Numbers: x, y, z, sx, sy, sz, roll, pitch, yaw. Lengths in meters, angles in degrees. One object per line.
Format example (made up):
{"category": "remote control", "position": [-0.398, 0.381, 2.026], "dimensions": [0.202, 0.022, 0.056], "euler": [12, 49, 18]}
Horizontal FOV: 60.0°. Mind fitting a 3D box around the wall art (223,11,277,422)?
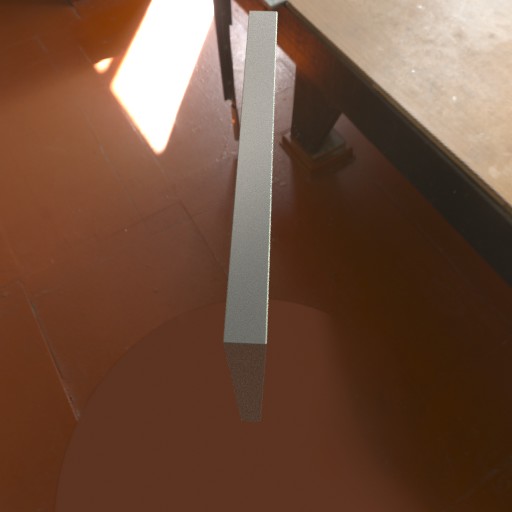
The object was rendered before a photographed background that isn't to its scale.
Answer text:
{"category": "wall art", "position": [0.000, 0.000, 0.732], "dimensions": [0.038, 0.549, 0.452], "euler": [2, 63, 1]}
